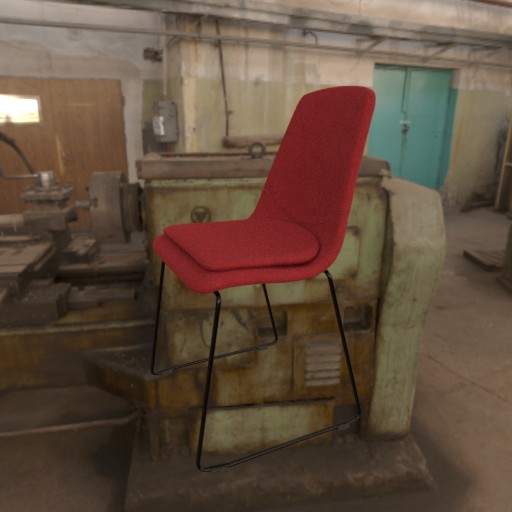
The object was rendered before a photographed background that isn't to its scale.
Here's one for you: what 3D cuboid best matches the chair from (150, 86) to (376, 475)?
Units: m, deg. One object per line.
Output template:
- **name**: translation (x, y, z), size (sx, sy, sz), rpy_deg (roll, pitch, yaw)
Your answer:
- **chair**: translation (0.000, 0.000, 1.178), size (0.518, 0.858, 0.479), rpy_deg (-9, 20, -25)
